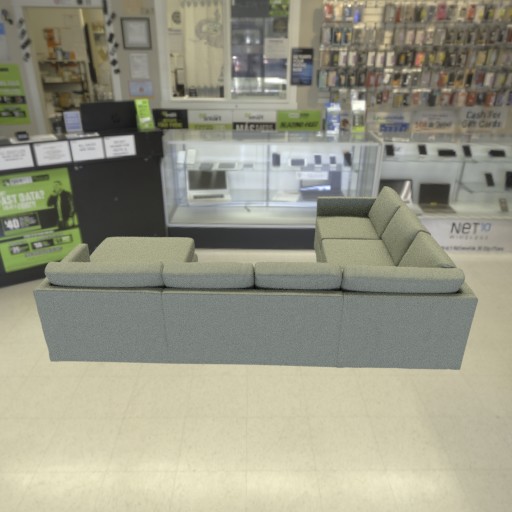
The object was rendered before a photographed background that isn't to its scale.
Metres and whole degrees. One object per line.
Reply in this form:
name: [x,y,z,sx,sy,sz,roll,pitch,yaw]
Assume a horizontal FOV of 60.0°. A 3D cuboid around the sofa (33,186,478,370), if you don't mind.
sofa: [0.000,0.000,4.583,3.460,0.882,2.427,1,26,2]
